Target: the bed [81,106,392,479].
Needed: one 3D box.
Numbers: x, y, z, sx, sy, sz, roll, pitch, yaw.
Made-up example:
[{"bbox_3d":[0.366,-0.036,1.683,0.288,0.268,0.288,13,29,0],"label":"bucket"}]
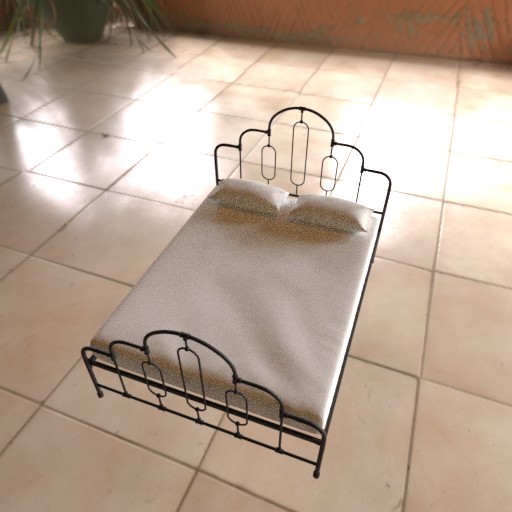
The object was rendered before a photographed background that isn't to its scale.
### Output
[{"bbox_3d":[0.000,0.000,3.265,1.640,1.429,2.163,14,43,15],"label":"bed"}]
